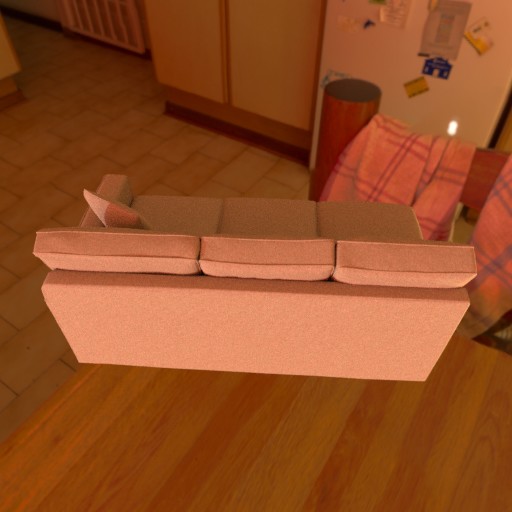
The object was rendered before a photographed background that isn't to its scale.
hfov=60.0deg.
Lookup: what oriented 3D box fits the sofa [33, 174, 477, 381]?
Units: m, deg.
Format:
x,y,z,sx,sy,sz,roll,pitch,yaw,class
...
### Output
x,y,z,sx,sy,sz,roll,pitch,yaw,class
0.000,0.000,2.514,1.963,0.946,1.034,3,46,2,sofa
